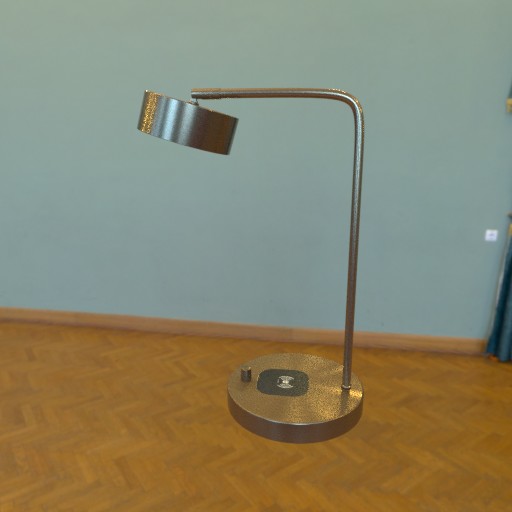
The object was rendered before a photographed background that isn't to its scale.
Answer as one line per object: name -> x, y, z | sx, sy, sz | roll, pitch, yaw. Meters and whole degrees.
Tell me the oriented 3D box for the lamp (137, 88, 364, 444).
lamp -> 0.000, 0.000, 0.530 | 0.270, 0.380, 0.171 | 2, 14, 8
